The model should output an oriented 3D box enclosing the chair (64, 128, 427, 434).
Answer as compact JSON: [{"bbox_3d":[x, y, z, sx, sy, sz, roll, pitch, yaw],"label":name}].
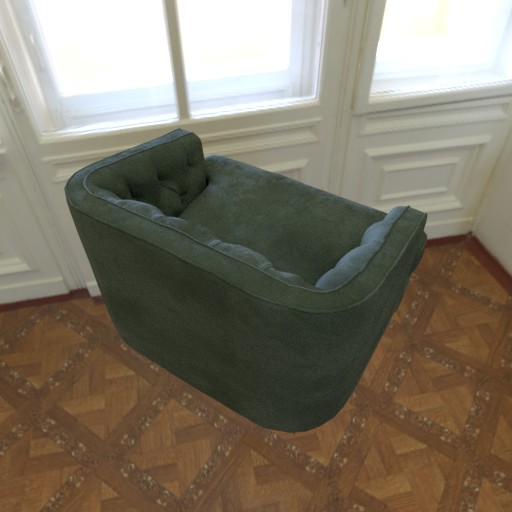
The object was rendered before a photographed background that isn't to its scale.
[{"bbox_3d":[0.000,0.000,1.733,1.104,0.852,0.941,24,50,22],"label":"chair"}]
